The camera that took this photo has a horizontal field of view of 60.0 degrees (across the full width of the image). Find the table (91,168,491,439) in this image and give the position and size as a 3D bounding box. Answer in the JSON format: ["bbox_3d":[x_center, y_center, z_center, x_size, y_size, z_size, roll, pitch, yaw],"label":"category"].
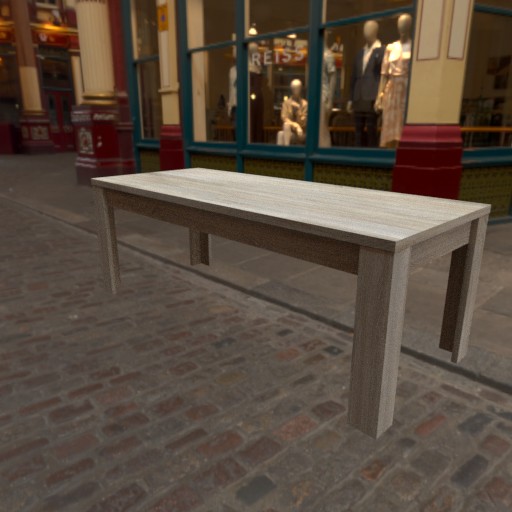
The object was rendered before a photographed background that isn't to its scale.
[{"bbox_3d":[0.000,0.000,2.622,2.200,0.790,0.900,17,24,42],"label":"table"}]
